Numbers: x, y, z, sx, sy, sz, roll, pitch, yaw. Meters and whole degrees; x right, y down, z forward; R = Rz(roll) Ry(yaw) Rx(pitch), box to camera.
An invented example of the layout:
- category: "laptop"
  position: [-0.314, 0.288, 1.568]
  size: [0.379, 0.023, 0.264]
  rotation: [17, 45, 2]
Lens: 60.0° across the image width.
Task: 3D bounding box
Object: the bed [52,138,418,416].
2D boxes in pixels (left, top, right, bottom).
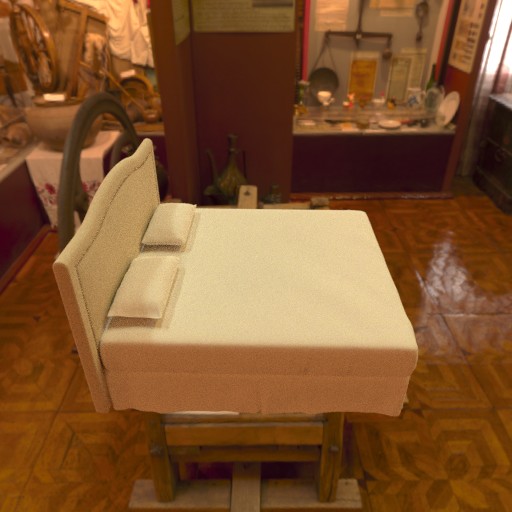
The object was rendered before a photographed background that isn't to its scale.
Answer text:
- category: "bed"
  position: [0.000, 0.000, 3.574]
  size: [2.182, 1.421, 2.083]
  rotation: [1, 33, 1]
